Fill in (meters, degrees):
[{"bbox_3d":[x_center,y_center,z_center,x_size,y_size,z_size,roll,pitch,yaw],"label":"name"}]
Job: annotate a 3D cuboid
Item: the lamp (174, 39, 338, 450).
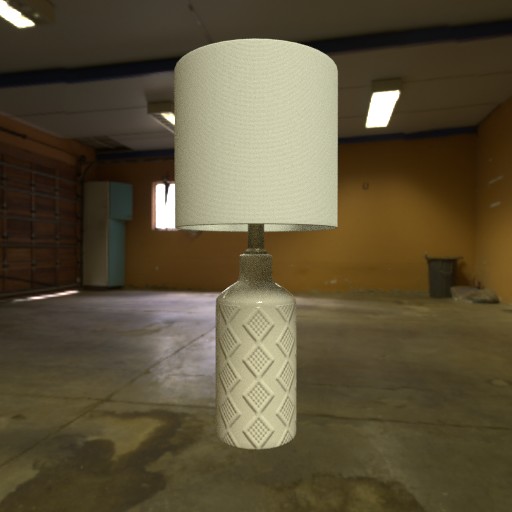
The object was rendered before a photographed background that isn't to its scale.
[{"bbox_3d":[0.000,0.000,0.573,0.207,0.461,0.207,-1,1,-34],"label":"lamp"}]
